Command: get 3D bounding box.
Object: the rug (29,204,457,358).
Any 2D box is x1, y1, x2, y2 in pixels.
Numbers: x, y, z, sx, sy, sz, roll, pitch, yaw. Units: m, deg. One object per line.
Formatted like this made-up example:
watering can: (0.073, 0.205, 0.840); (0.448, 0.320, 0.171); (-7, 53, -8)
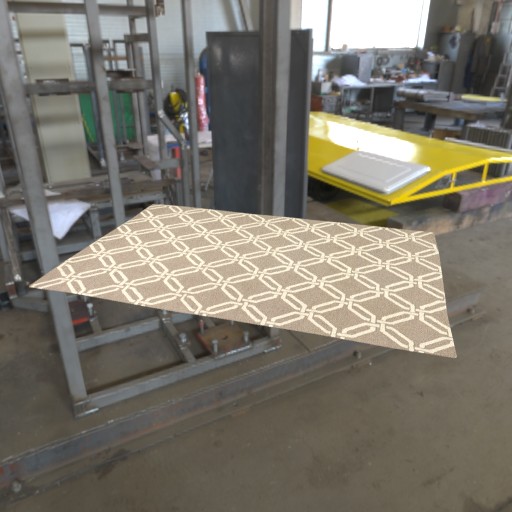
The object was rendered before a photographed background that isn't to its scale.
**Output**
rug: (0.000, 0.000, 2.200); (1.748, 0.010, 1.142); (7, 27, 15)
